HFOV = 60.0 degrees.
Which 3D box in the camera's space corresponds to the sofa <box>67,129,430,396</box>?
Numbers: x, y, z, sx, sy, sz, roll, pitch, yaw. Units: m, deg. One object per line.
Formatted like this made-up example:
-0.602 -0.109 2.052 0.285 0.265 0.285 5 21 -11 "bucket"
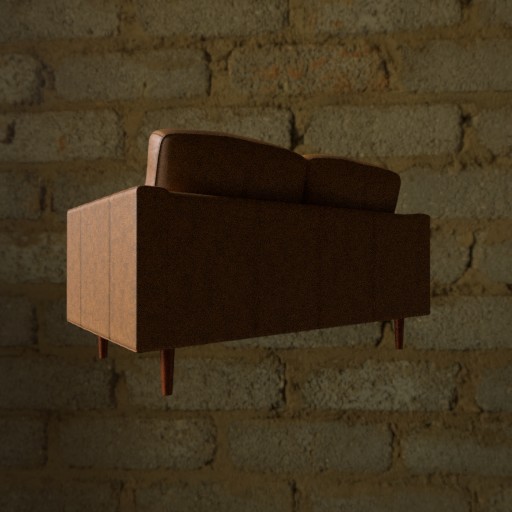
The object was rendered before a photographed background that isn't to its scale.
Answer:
0.000 0.000 2.189 1.578 0.951 0.909 0 0 -36 "sofa"
